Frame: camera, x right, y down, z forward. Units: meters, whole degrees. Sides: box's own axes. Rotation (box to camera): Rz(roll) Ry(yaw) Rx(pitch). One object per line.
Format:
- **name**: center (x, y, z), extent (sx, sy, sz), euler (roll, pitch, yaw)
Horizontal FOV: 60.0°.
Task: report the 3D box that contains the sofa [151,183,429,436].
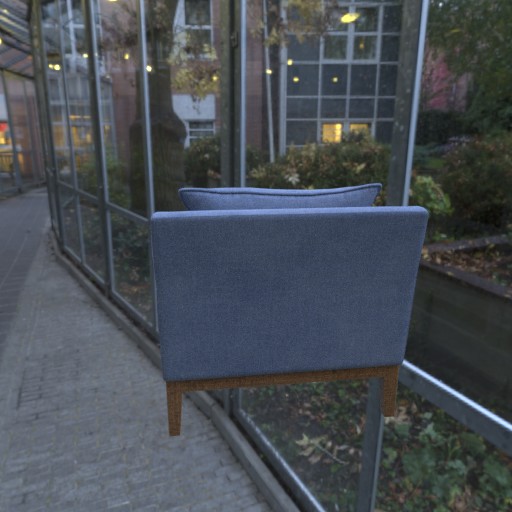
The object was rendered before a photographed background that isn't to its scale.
- **sofa**: center (0.000, 0.000, 2.306), extent (0.904, 0.883, 1.779), euler (-2, 15, -8)
